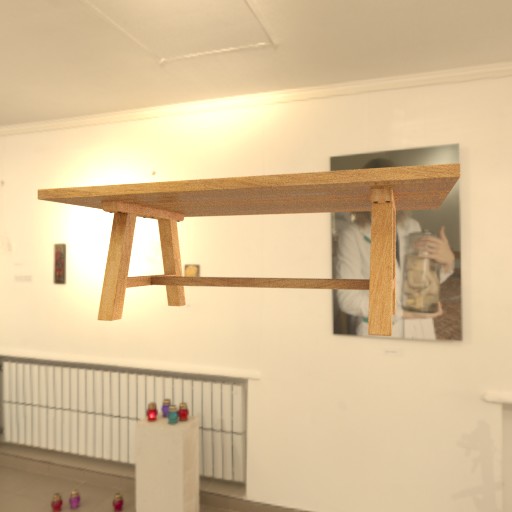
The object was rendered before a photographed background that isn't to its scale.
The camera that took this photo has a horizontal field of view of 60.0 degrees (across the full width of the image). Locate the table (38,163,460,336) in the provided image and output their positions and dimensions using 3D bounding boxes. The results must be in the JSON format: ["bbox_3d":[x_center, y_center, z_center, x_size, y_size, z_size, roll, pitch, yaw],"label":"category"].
[{"bbox_3d":[0.000,0.000,1.663,1.320,0.455,0.760,0,0,19],"label":"table"}]
